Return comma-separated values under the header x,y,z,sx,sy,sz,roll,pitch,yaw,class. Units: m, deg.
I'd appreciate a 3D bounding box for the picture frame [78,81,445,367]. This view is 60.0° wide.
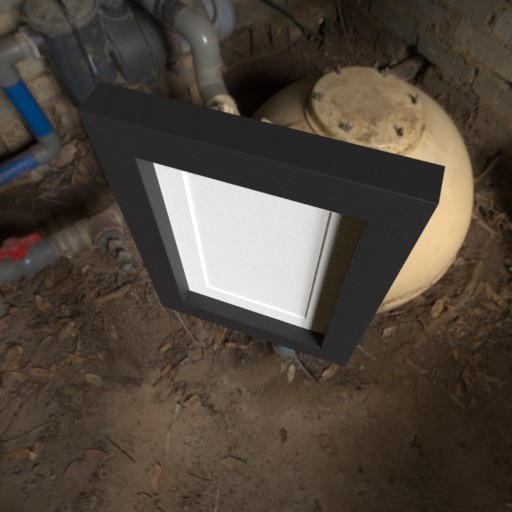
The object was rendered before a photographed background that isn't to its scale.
x,y,z,sx,sy,sz,roll,pitch,yaw,class
0.000,0.000,0.278,0.157,0.208,0.028,17,61,10,picture frame
